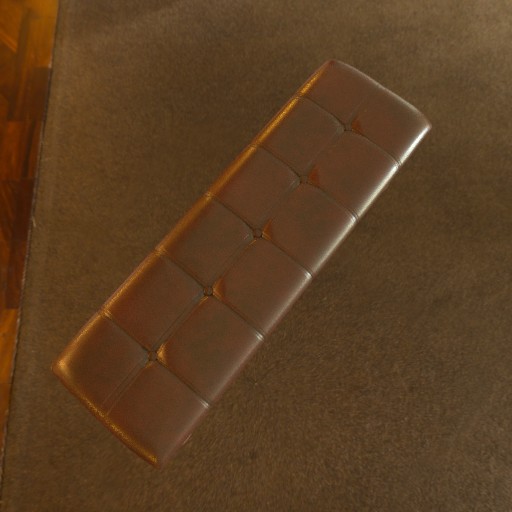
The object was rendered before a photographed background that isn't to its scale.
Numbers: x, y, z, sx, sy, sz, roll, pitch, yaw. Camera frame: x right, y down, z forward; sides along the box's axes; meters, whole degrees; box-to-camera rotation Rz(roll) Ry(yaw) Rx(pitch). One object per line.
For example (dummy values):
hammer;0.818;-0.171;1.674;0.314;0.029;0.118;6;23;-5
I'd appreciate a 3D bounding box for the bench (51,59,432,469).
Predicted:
bench;0.000;0.000;1.440;0.401;0.491;1.259;38;77;10
